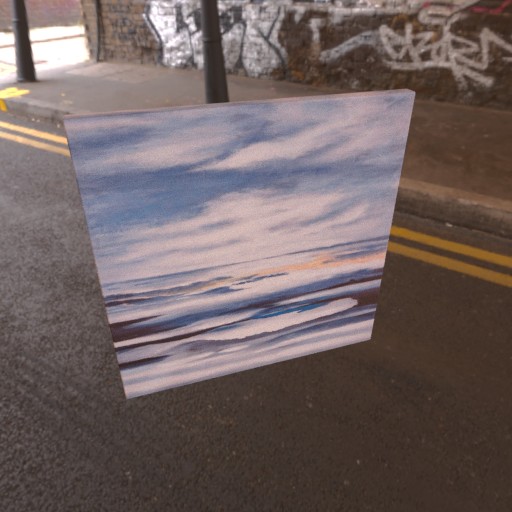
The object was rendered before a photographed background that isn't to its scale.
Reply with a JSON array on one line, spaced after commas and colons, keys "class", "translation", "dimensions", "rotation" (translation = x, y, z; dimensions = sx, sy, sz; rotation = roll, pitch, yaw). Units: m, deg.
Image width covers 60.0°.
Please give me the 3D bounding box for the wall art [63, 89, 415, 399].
[{"class": "wall art", "translation": [0.000, 0.000, 1.109], "dimensions": [0.747, 0.747, 0.035], "rotation": [-10, 33, -15]}]
